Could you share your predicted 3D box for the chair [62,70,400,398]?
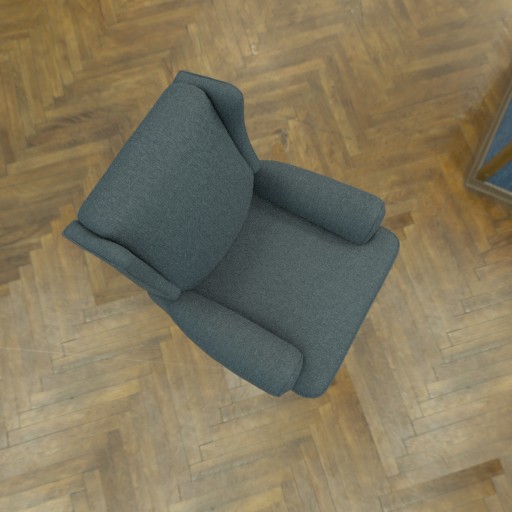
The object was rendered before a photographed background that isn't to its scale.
[{"bbox_3d":[0.000,0.000,1.733,0.969,1.011,0.847,29,77,7],"label":"chair"}]
